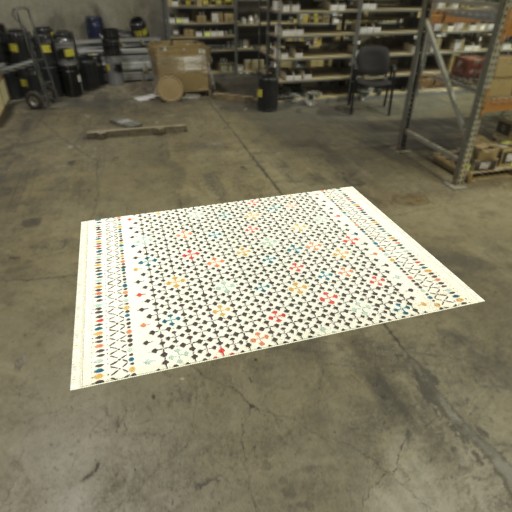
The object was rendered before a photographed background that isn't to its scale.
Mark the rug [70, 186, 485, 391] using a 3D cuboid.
[{"bbox_3d":[0.000,0.000,2.034,1.556,0.006,1.146,-9,34,-14],"label":"rug"}]
